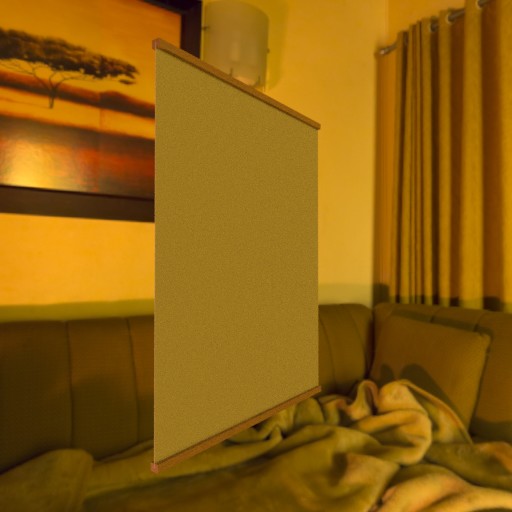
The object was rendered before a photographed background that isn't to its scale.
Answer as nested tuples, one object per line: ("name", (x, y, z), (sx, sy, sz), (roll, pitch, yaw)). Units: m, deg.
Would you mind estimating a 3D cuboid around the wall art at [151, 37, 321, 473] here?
("wall art", (0.000, 0.000, 0.684), (0.012, 0.508, 0.405), (-1, -1, 36))
